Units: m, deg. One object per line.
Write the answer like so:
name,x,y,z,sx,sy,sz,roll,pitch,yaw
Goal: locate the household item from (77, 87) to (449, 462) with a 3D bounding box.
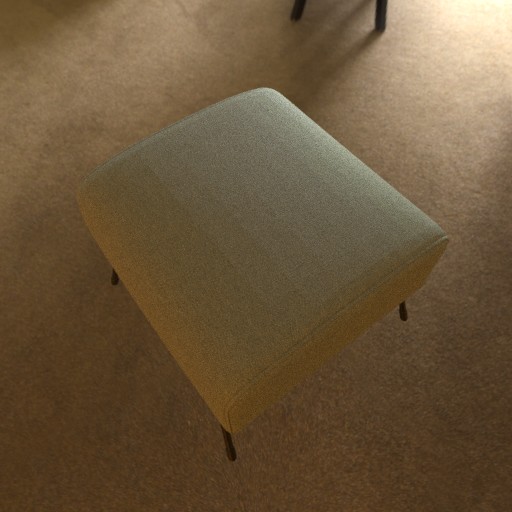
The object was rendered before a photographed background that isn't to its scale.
household item,0.000,0.000,0.925,0.530,0.410,0.530,-33,64,-19
